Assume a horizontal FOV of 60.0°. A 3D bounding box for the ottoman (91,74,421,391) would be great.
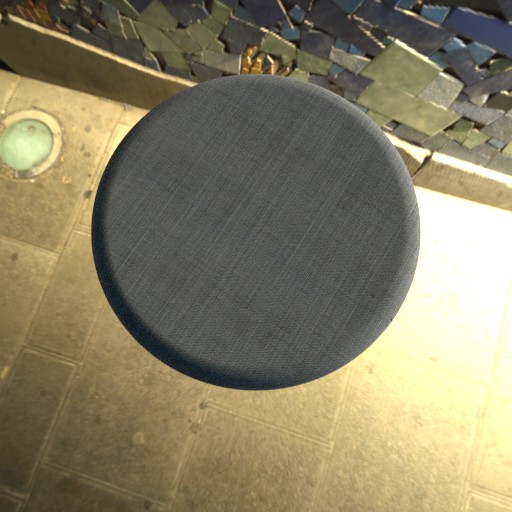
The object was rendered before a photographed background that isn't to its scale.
[{"bbox_3d":[0.000,0.000,0.717,0.400,0.406,0.400,0,76,0],"label":"ottoman"}]
